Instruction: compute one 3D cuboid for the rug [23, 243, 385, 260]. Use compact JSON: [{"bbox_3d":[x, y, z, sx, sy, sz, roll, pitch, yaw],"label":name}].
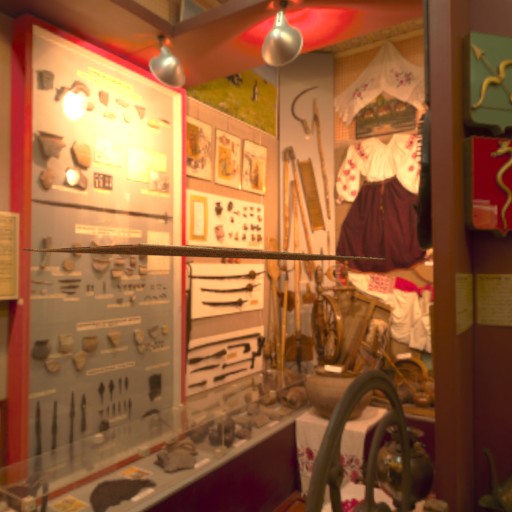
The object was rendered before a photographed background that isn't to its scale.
[{"bbox_3d":[0.000,0.000,2.711,0.768,0.011,2.446,-1,-2,35],"label":"rug"}]
